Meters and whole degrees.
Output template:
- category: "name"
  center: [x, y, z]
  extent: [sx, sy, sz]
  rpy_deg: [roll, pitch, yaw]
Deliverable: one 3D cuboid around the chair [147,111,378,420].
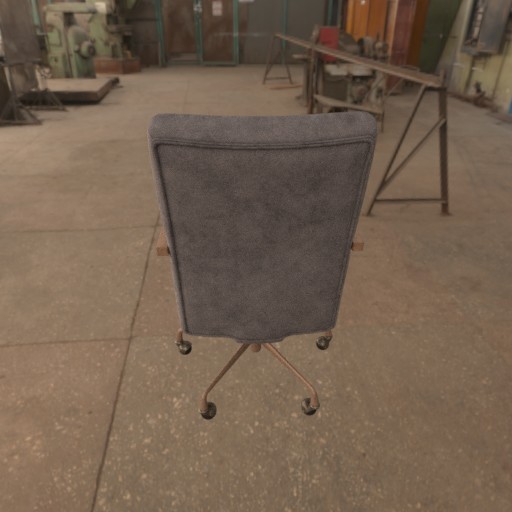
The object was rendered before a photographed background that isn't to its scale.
- category: "chair"
  center: [0.000, 0.000, 1.458]
  extent: [0.640, 1.029, 0.741]
  rpy_deg: [-1, 29, -3]
